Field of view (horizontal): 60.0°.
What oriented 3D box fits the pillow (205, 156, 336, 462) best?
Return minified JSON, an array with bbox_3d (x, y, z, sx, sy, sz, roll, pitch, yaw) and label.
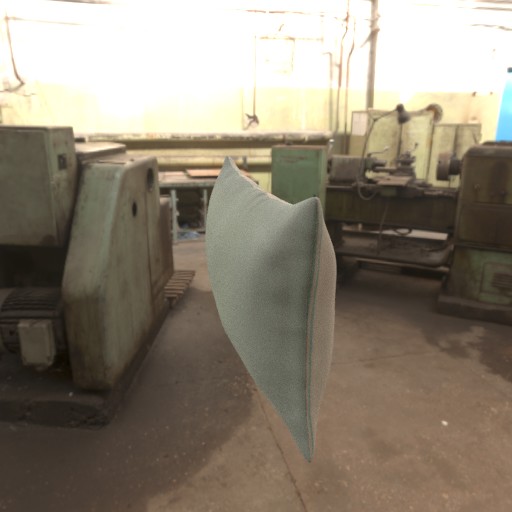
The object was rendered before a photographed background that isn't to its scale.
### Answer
[{"bbox_3d":[0.000,0.000,0.721,0.151,0.287,0.610,-3,17,-11],"label":"pillow"}]
